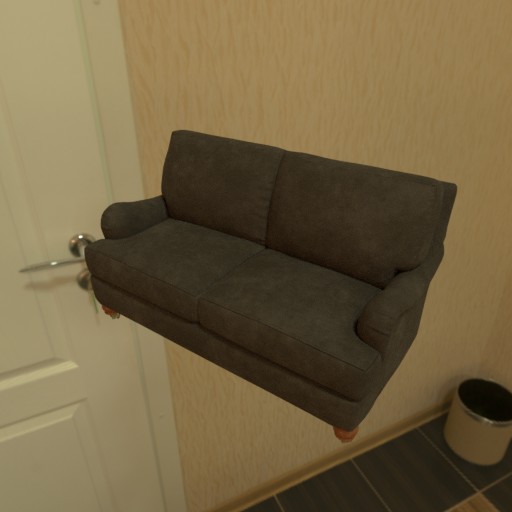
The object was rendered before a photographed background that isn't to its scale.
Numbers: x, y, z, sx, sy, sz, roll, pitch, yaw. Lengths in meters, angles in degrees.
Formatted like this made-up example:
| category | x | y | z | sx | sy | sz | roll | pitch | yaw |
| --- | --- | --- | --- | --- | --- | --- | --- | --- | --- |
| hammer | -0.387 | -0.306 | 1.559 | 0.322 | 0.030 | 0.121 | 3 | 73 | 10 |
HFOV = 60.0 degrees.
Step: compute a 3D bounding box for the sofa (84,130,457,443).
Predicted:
| category | x | y | z | sx | sy | sz | roll | pitch | yaw |
| --- | --- | --- | --- | --- | --- | --- | --- | --- | --- |
| sofa | 0.000 | 0.000 | 2.546 | 1.853 | 1.101 | 1.084 | 19 | 35 | 30 |
